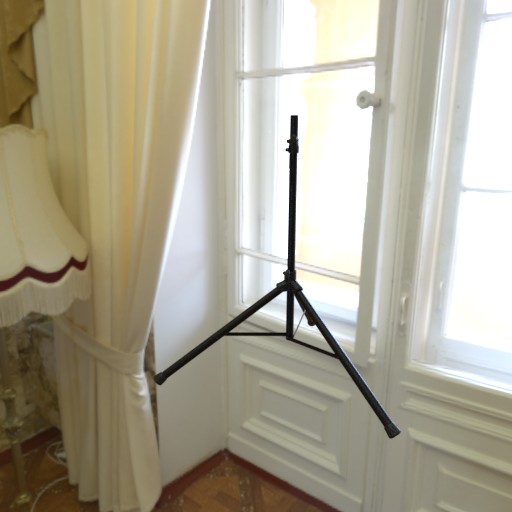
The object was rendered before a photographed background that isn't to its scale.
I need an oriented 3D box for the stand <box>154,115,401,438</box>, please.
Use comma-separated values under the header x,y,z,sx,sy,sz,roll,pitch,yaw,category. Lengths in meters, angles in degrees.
x,y,z,sx,sy,sz,roll,pitch,yaw,category
0.000,0.000,1.870,0.907,1.136,1.045,-2,16,-8,stand
